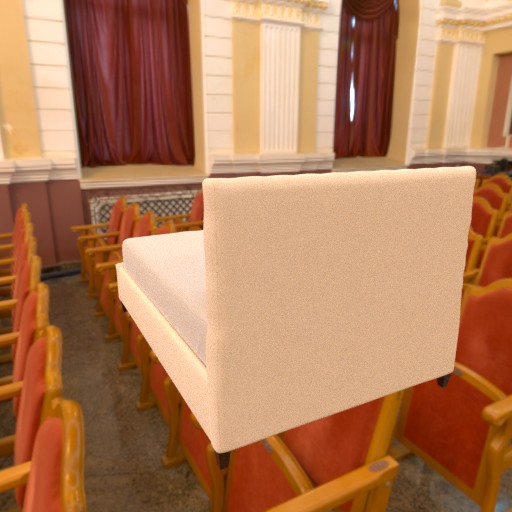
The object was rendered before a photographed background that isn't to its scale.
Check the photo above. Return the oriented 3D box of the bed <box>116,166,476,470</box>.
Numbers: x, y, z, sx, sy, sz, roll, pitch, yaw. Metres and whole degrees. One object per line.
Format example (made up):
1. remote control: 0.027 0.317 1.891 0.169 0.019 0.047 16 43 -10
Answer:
1. bed: 0.000 0.000 3.370 1.698 1.427 2.387 -8 17 -27
